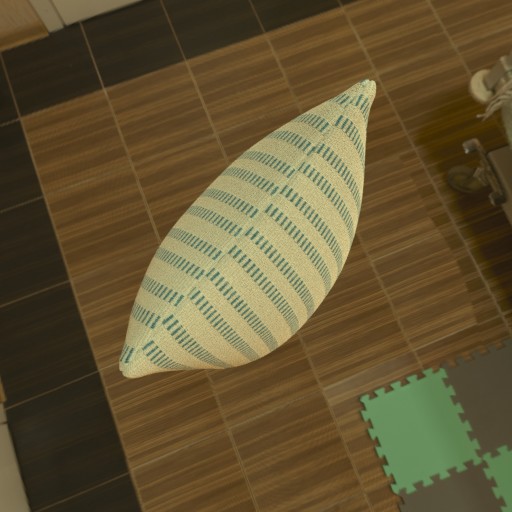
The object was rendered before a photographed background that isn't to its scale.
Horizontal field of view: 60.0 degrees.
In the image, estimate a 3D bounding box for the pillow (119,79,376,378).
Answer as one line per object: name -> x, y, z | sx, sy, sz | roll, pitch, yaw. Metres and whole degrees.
pillow -> 0.000, 0.000, 0.683 | 0.247, 0.419, 0.438 | 39, 80, 8
